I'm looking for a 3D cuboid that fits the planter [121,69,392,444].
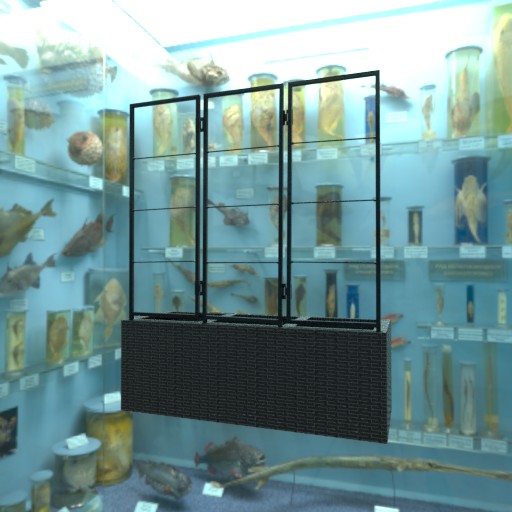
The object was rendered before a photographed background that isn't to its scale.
[{"bbox_3d":[0.000,0.000,1.212,0.699,0.841,0.244,0,-1,19],"label":"planter"}]
